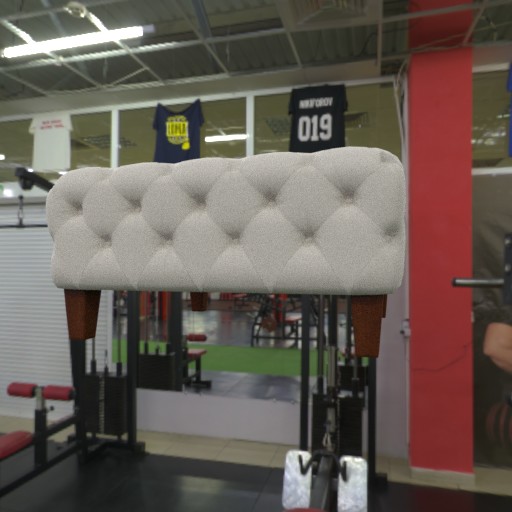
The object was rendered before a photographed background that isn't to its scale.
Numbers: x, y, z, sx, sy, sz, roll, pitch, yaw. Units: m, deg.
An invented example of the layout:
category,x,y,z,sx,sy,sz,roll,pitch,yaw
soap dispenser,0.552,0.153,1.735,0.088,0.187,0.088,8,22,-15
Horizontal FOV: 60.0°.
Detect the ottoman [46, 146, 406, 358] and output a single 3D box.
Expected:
category,x,y,z,sx,sy,sz,roll,pitch,yaw
ottoman,0.000,0.000,1.191,0.753,0.376,0.755,0,-1,17
